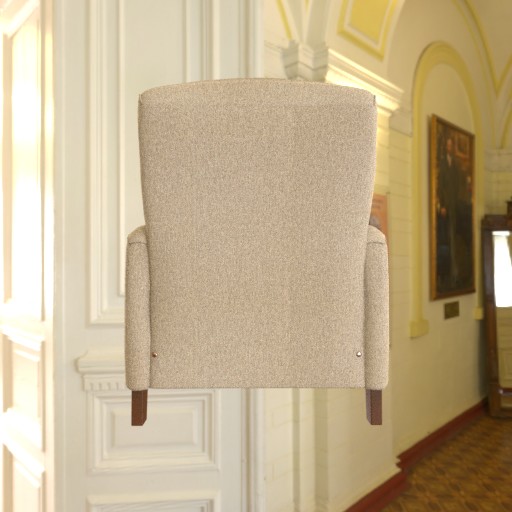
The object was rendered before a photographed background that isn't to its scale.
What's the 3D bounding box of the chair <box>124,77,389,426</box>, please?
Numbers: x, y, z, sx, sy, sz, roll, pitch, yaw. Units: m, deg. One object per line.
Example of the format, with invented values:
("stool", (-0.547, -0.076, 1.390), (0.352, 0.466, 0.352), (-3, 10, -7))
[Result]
("chair", (0.000, 0.000, 1.664), (0.848, 1.014, 0.864), (0, 0, -1))
